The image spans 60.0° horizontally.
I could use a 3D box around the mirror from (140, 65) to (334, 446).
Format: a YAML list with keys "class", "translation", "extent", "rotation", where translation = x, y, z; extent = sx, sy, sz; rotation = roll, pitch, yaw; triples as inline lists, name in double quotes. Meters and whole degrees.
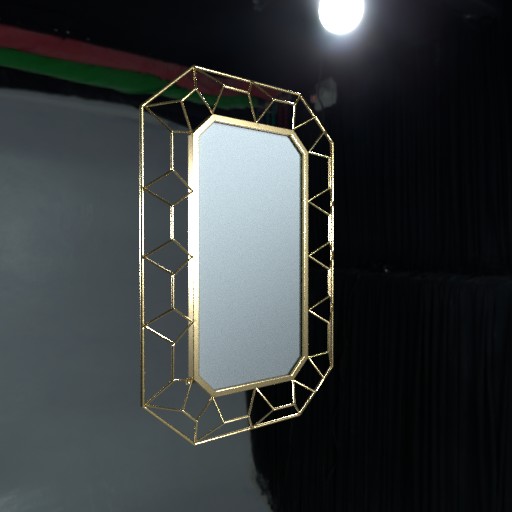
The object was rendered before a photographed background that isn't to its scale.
- class: "mirror"
  translation: [0.000, 0.000, 1.087]
  extent: [0.572, 0.870, 0.051]
  rotation: [-1, 1, -35]
